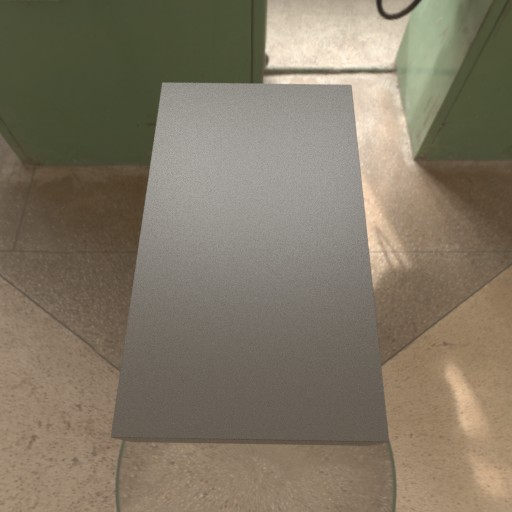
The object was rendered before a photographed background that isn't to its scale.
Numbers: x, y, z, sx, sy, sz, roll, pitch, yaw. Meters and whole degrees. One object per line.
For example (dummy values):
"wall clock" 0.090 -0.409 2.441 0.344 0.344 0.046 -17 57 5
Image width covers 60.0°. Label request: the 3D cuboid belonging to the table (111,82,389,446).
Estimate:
"table" 0.000 0.000 1.536 0.703 0.404 1.201 1 64 0
